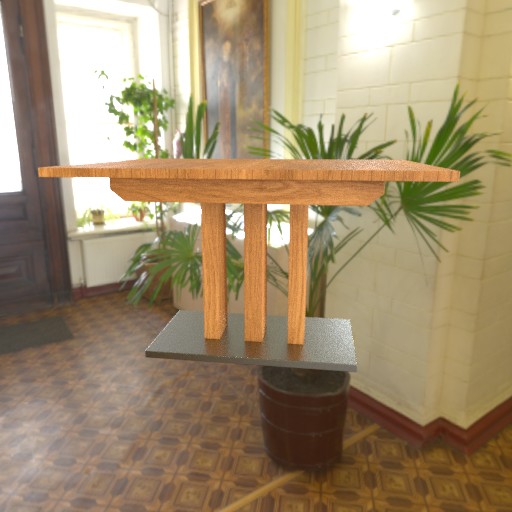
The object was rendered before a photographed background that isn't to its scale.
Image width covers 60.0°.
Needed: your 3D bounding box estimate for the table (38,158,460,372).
[{"bbox_3d":[0.000,0.000,1.873,1.300,0.770,0.900,2,14,8],"label":"table"}]
